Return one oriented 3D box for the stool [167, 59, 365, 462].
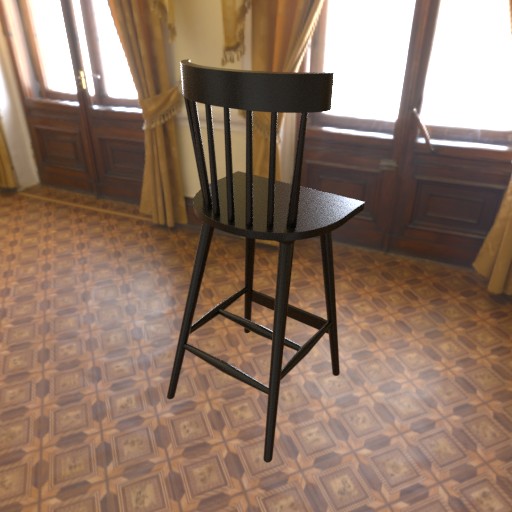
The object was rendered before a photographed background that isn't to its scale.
[{"bbox_3d":[0.000,0.000,1.369,0.482,1.092,0.483,20,35,31],"label":"stool"}]
